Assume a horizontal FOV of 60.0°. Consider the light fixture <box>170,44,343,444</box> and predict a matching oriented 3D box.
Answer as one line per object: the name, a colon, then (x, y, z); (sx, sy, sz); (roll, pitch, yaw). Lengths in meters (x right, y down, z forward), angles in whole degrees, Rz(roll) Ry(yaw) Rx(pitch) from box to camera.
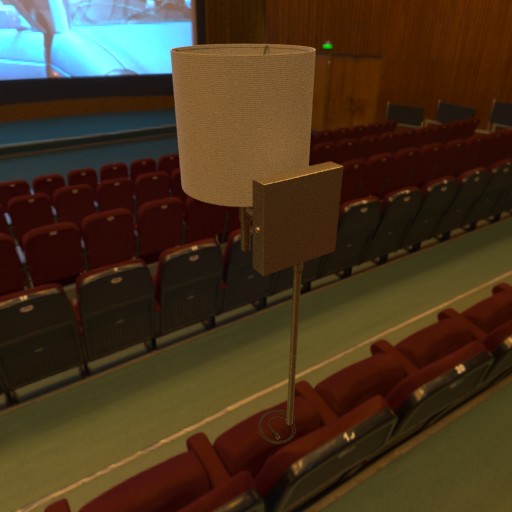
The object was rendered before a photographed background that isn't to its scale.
light fixture: (0.000, 0.000, 0.698); (0.188, 0.589, 0.248); (-18, 34, -29)
